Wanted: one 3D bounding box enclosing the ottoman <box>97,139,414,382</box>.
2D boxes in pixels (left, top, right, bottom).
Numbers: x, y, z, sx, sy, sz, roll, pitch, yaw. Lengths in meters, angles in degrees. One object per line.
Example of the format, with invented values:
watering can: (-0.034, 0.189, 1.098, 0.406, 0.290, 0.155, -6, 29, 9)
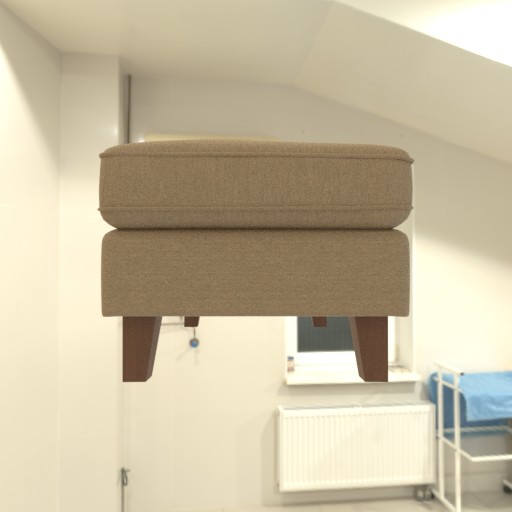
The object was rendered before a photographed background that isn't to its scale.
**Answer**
ottoman: (0.000, 0.000, 1.303, 0.636, 0.521, 0.945, 0, -1, 0)
